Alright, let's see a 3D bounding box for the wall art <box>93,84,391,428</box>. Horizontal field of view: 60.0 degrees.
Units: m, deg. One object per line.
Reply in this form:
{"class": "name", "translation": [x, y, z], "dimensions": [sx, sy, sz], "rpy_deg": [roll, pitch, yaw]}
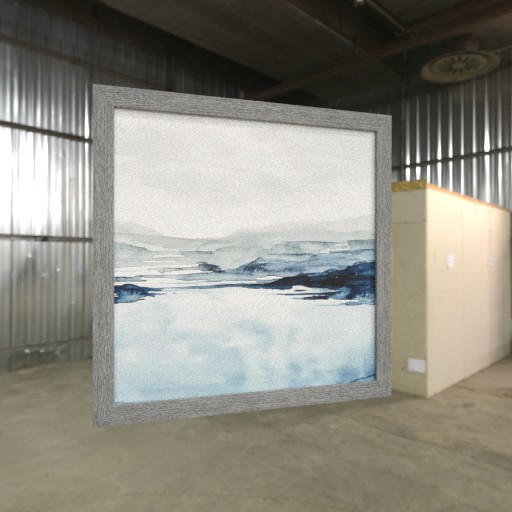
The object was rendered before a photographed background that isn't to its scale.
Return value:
{"class": "wall art", "translation": [0.000, 0.000, 0.991], "dimensions": [0.685, 0.685, 0.020], "rpy_deg": [0, 0, -17]}
